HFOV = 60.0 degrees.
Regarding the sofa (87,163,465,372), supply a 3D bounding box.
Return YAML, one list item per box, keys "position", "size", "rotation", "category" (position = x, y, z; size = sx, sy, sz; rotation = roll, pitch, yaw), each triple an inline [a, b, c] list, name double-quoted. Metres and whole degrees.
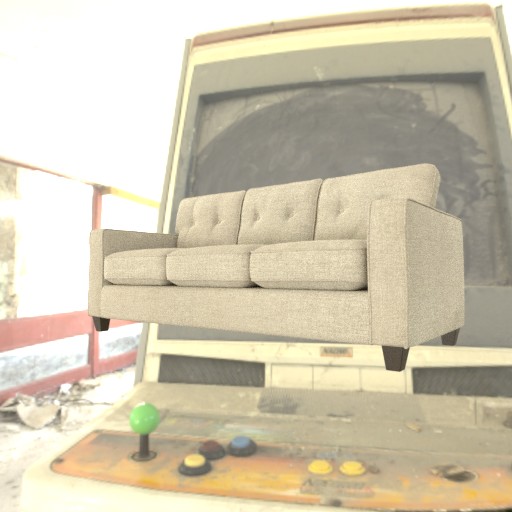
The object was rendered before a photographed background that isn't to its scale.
- position: [0.000, 0.000, 2.652]
  size: [2.133, 0.965, 0.939]
  rotation: [-2, -3, 37]
  category: "sofa"
